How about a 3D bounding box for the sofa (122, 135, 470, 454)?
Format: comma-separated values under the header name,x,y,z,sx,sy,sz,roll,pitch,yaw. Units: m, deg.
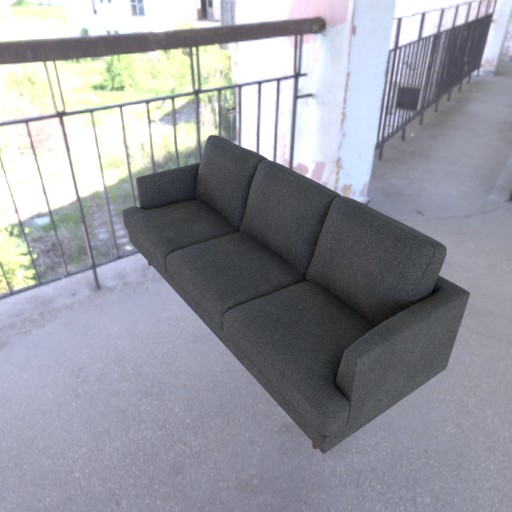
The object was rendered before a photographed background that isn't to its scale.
name,x,y,z,sx,sy,sz,roll,pitch,yaw
sofa,0.000,0.000,2.710,0.903,0.930,2.246,-21,38,-29
